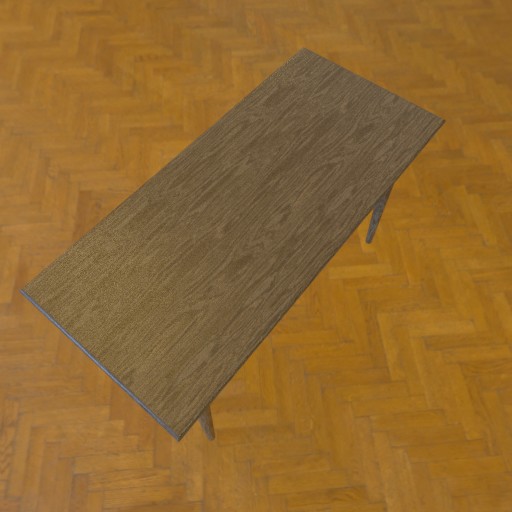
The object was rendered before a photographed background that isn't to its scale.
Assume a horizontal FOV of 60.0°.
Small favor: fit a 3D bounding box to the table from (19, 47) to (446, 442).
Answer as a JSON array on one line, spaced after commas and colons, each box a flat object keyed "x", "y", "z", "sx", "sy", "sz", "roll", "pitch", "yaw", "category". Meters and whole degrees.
[{"x": 0.000, "y": 0.000, "z": 1.688, "sx": 0.599, "sy": 0.780, "sz": 1.300, "roll": 36, "pitch": 67, "yaw": 17, "category": "table"}]
